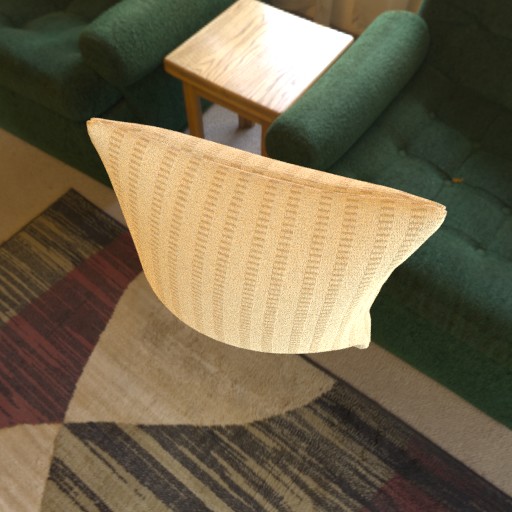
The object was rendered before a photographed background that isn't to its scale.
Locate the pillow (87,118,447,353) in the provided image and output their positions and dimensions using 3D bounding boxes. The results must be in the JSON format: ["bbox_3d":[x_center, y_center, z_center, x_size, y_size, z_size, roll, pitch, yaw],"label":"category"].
[{"bbox_3d":[0.000,0.000,0.680,0.438,0.419,0.247,16,60,10],"label":"pillow"}]
